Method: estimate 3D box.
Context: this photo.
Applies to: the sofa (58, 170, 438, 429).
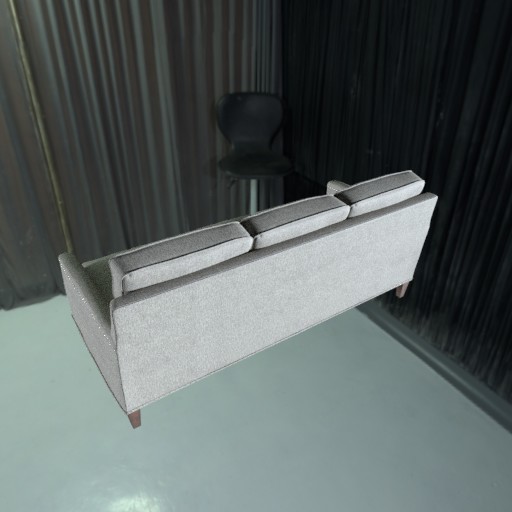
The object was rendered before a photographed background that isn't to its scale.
[{"bbox_3d":[0.000,0.000,2.916,2.246,1.003,1.084,-19,36,-29],"label":"sofa"}]
